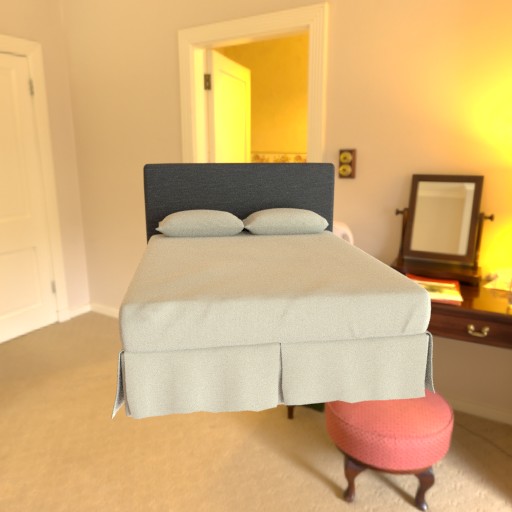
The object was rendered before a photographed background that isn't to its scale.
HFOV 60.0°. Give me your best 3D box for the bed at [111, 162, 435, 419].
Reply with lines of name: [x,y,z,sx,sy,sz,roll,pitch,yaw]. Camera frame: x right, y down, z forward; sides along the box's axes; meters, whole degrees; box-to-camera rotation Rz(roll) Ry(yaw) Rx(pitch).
bed: [0.000,0.000,3.374,1.884,1.330,2.142,-2,14,-8]
